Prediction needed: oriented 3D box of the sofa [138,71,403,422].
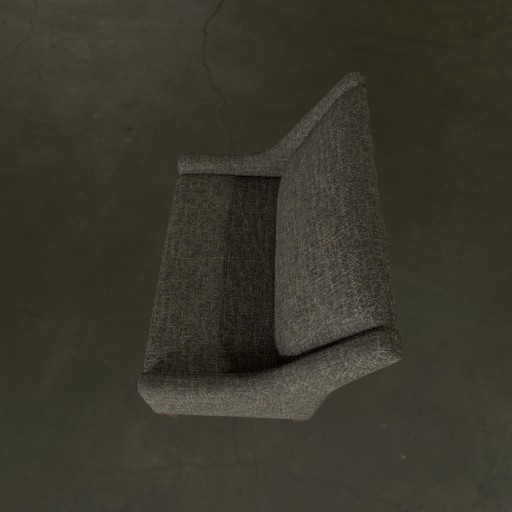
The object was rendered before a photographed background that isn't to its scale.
[{"bbox_3d":[0.000,0.000,1.941,0.870,1.021,1.242,2,58,1],"label":"sofa"}]
